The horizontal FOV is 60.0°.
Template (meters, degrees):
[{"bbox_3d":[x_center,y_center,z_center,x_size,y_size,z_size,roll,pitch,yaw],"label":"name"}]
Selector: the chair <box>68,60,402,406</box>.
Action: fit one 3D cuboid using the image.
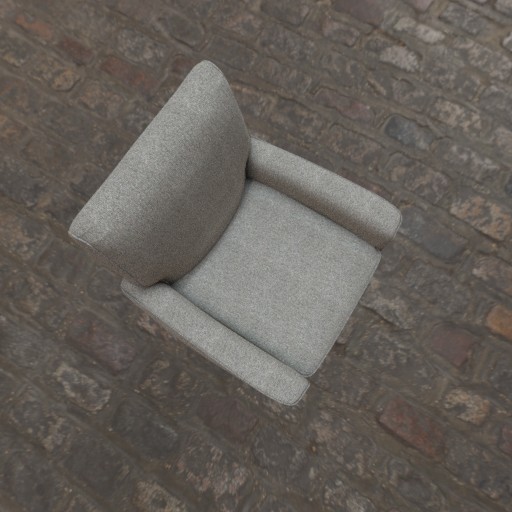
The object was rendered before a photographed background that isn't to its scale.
[{"bbox_3d":[0.000,0.000,1.698,0.858,1.028,0.841,31,77,8],"label":"chair"}]
